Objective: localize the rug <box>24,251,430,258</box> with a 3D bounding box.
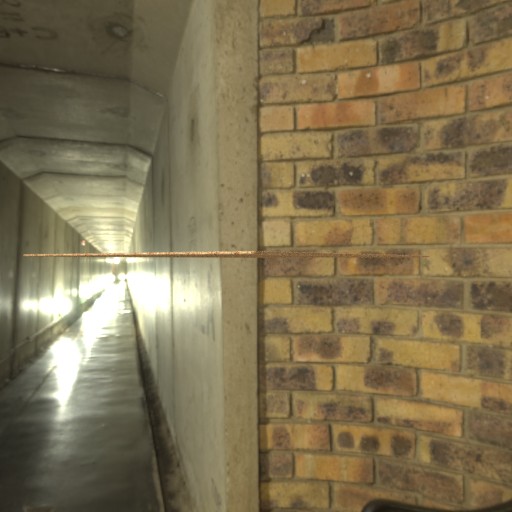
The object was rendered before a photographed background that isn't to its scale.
[{"bbox_3d":[0.000,0.000,2.780,1.566,0.013,2.141,0,-1,36],"label":"rug"}]
